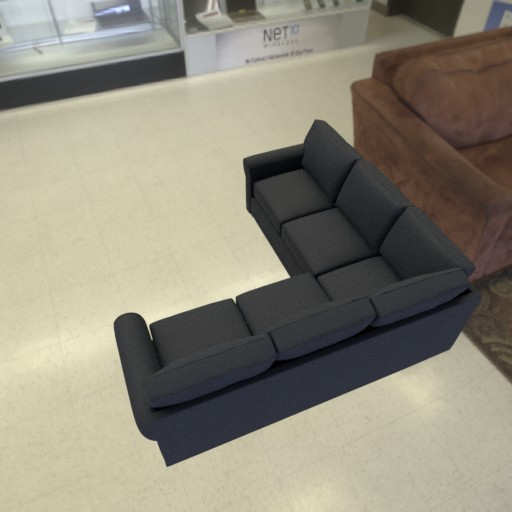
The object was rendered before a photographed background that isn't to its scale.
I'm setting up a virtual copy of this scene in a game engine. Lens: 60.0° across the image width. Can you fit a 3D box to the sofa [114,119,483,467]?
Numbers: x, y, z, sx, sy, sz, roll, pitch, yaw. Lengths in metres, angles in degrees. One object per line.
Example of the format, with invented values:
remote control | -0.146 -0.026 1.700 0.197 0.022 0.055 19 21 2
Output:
sofa | 0.000 0.000 3.873 2.562 1.042 2.487 -17 49 -15
